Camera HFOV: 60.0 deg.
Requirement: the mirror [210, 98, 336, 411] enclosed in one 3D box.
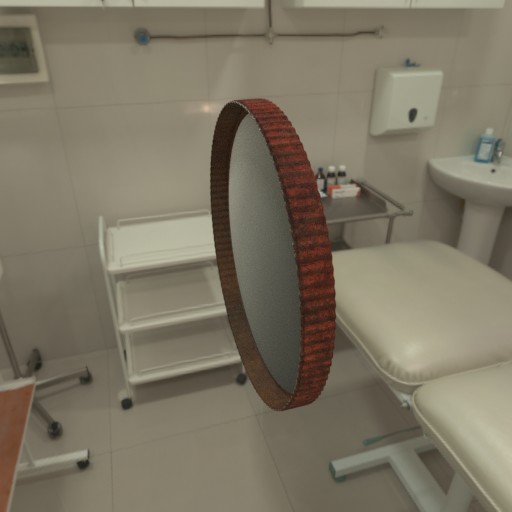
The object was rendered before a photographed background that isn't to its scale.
[{"bbox_3d":[0.000,0.000,0.911,0.056,0.609,0.609,-9,30,-15],"label":"mirror"}]
